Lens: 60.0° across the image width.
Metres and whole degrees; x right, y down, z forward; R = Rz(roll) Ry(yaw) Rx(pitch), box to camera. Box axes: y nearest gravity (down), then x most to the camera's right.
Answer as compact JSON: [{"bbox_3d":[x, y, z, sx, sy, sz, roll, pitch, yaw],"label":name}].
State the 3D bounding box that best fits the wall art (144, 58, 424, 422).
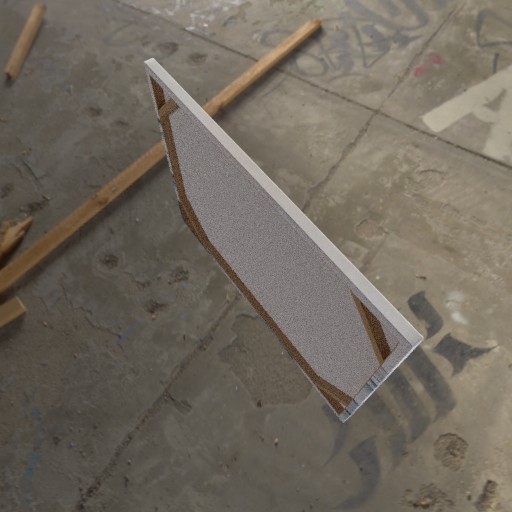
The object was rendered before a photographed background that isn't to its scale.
[{"bbox_3d":[0.000,0.000,1.623,0.039,0.915,1.219,-32,65,-17],"label":"wall art"}]
